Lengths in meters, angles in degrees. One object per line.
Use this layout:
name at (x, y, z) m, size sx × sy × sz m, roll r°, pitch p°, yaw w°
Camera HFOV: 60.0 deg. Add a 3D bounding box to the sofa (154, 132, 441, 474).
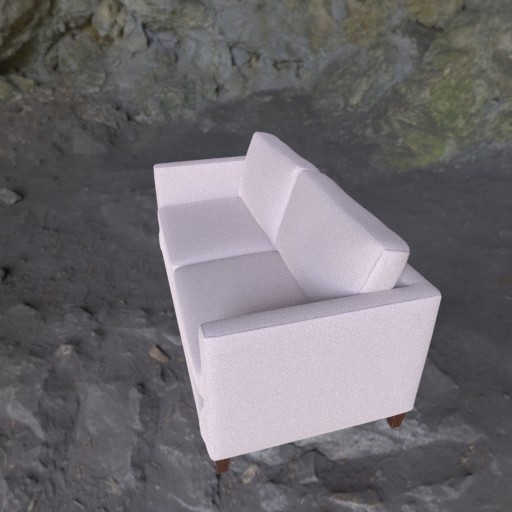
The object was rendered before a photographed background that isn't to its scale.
sofa at (0.000, 0.000, 2.247) m, size 0.873 × 0.888 × 1.722 m, roll -8°, pitch 31°, yaw -14°
